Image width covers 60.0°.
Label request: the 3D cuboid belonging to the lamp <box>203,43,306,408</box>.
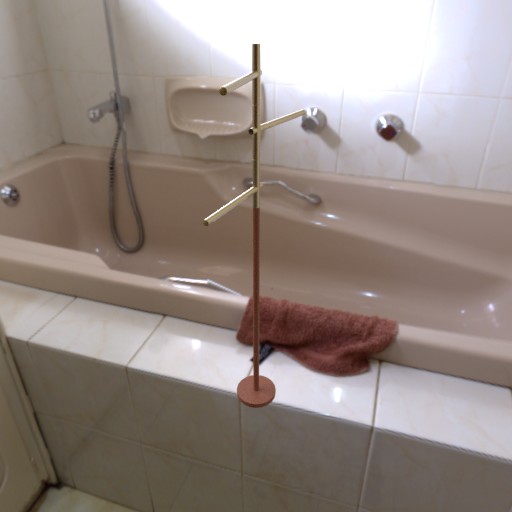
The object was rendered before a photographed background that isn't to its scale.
[{"bbox_3d":[0.000,0.000,1.964,0.209,1.704,0.737,10,31,18],"label":"lamp"}]
